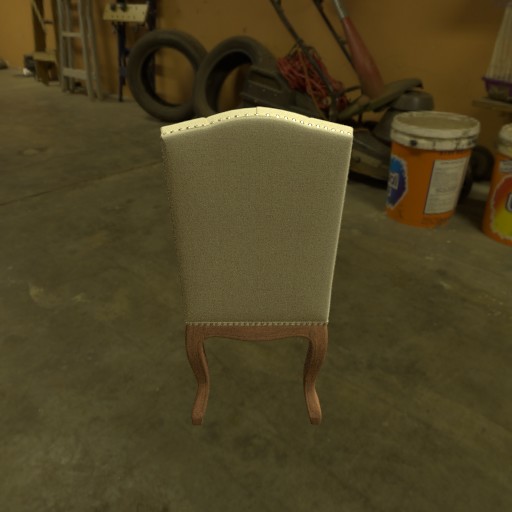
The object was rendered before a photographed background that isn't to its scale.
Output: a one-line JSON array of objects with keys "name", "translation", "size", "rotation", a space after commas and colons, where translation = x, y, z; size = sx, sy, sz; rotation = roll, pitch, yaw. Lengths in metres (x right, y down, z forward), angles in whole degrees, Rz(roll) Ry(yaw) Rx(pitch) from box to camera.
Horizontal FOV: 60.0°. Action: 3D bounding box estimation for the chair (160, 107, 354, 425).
[{"name": "chair", "translation": [0.000, 0.000, 1.607], "size": [0.623, 1.165, 0.715], "rotation": [0, 30, 0]}]
